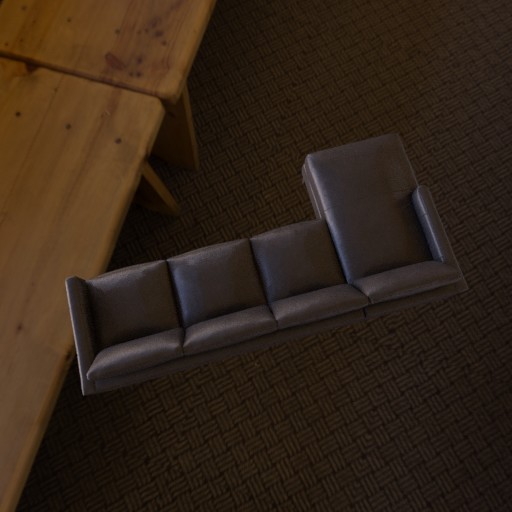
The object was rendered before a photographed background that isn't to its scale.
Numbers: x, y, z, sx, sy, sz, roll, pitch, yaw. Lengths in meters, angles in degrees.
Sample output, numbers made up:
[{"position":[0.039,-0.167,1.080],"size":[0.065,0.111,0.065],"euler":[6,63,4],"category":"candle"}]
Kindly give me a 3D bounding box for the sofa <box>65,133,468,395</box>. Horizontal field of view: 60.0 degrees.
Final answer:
[{"position":[0.000,0.000,3.666],"size":[2.993,0.859,1.471],"euler":[-15,77,-4],"category":"sofa"}]
